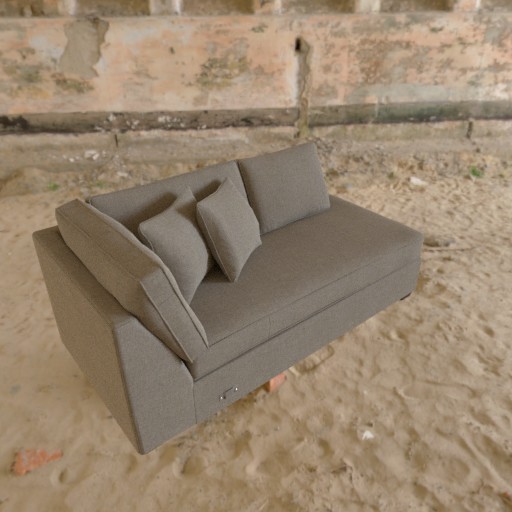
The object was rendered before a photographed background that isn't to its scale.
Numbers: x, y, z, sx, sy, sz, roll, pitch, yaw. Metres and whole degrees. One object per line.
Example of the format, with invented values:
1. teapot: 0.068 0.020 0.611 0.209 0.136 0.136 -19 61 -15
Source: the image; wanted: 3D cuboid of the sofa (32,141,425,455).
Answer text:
1. sofa: 0.000 0.000 2.775 2.238 1.019 1.110 -22 37 -33
